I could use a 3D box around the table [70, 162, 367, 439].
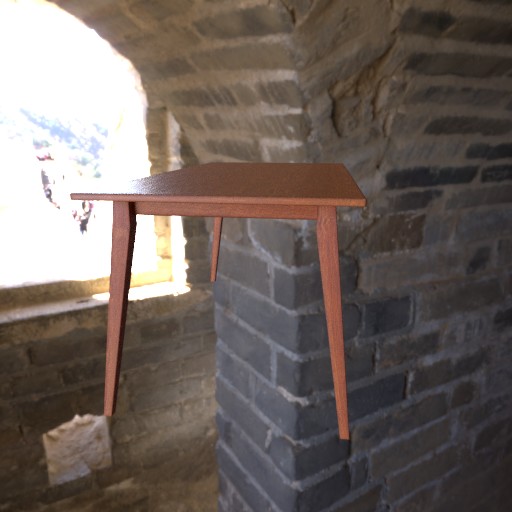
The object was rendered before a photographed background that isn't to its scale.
[{"bbox_3d":[0.000,0.000,2.040,0.811,0.755,1.609,2,15,8],"label":"table"}]
